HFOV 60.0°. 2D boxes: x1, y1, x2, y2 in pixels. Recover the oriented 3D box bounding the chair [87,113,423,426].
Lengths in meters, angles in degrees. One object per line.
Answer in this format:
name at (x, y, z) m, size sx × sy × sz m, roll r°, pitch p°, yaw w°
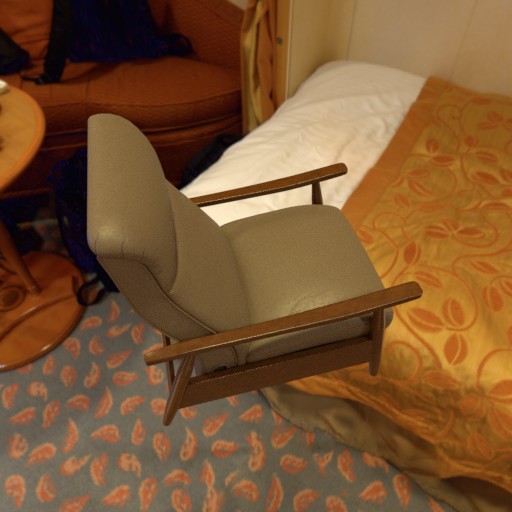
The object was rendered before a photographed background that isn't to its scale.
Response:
chair at (0.000, 0.000, 1.755) m, size 1.014 × 1.082 × 0.762 m, roll -10°, pitch 50°, yaw -9°
